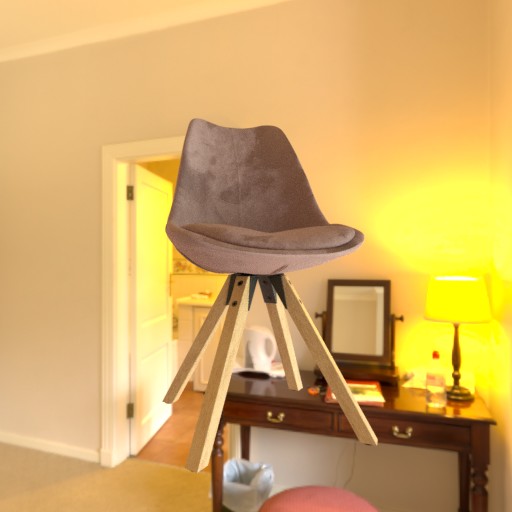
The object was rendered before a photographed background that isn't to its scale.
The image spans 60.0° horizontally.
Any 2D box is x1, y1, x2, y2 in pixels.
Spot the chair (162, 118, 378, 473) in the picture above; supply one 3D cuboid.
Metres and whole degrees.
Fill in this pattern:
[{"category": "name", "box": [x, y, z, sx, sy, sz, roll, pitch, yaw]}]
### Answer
[{"category": "chair", "box": [0.000, 0.000, 1.174, 0.485, 0.850, 0.550, 0, 0, -18]}]
